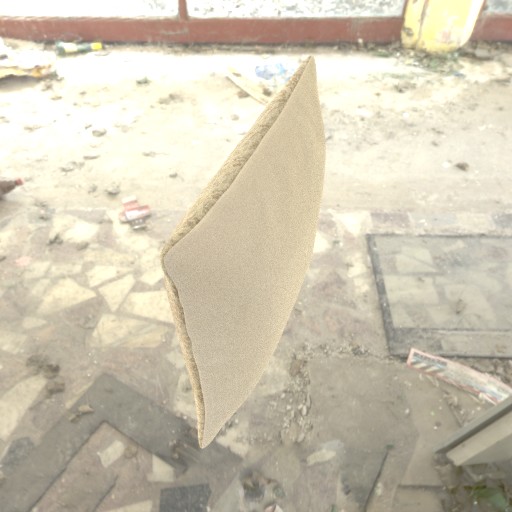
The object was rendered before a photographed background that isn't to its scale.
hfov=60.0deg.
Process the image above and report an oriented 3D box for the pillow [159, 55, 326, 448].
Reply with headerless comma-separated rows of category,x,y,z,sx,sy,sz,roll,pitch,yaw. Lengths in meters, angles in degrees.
pillow,0.000,0.000,0.781,0.166,0.510,0.523,16,48,14
